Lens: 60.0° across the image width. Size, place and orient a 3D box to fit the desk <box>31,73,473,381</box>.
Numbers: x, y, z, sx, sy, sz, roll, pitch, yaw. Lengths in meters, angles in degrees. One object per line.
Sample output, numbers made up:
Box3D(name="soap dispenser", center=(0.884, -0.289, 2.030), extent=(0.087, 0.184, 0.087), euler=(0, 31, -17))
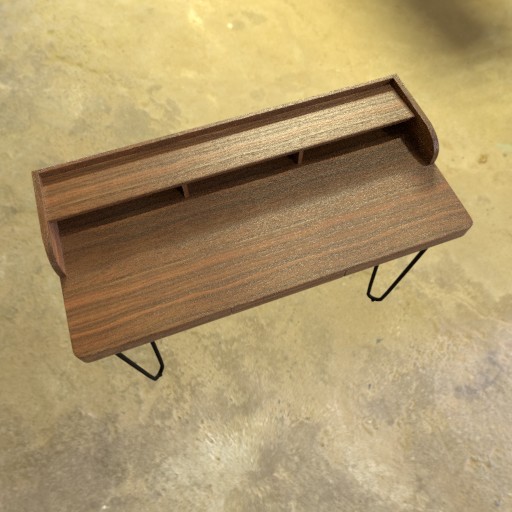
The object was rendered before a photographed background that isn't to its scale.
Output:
Box3D(name="desk", center=(0.000, 0.000, 1.650), extent=(1.200, 0.854, 0.565), euler=(-18, 65, -9))
